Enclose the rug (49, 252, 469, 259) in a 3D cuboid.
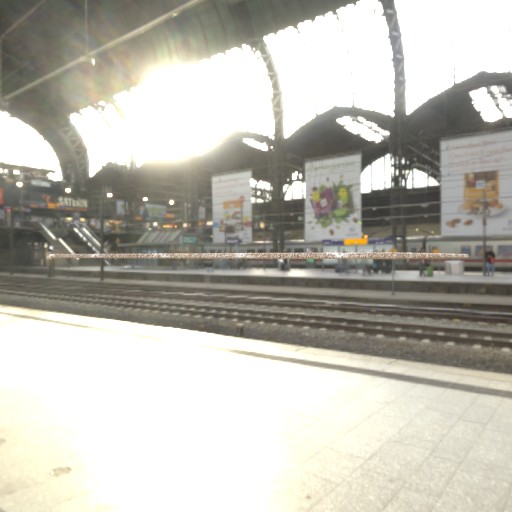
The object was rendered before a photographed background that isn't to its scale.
[{"bbox_3d":[0.000,0.000,3.438,2.743,0.030,1.778,0,0,34],"label":"rug"}]
